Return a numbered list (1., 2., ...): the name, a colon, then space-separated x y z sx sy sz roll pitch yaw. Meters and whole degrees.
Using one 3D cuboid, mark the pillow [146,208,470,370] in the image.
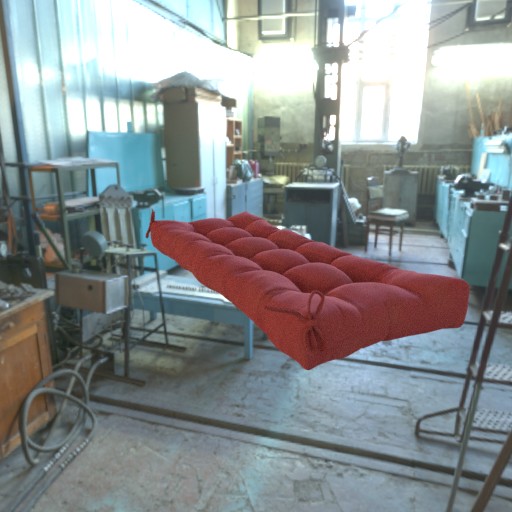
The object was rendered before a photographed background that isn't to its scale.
1. pillow: 0.000 0.000 1.360 0.511 0.174 1.194 -7 16 -26
